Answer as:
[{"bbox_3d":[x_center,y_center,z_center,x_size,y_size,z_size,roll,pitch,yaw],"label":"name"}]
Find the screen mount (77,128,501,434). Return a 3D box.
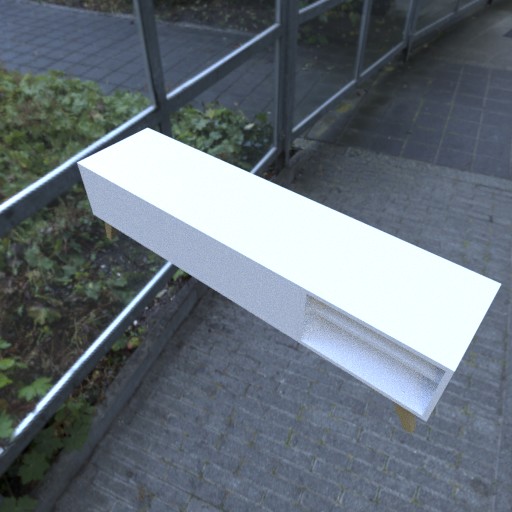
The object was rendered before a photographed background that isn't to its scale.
[{"bbox_3d":[0.000,0.000,1.793,1.644,0.432,0.399,29,50,27],"label":"screen mount"}]
